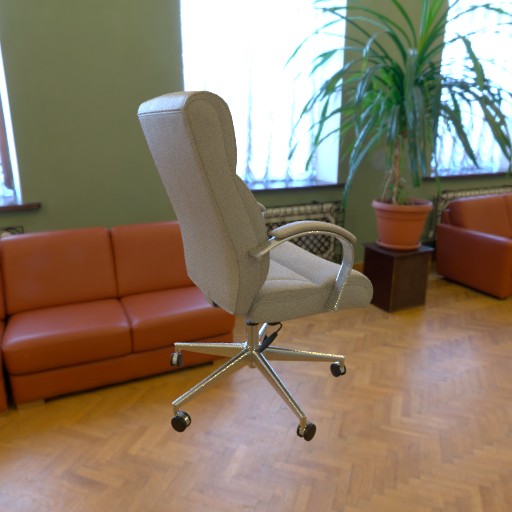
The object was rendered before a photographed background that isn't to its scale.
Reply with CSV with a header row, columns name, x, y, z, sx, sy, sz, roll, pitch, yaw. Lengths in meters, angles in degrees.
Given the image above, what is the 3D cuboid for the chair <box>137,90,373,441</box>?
name,x,y,z,sx,sy,sz,roll,pitch,yaw
chair,0.000,0.000,1.611,0.745,1.099,0.727,-8,18,-26
